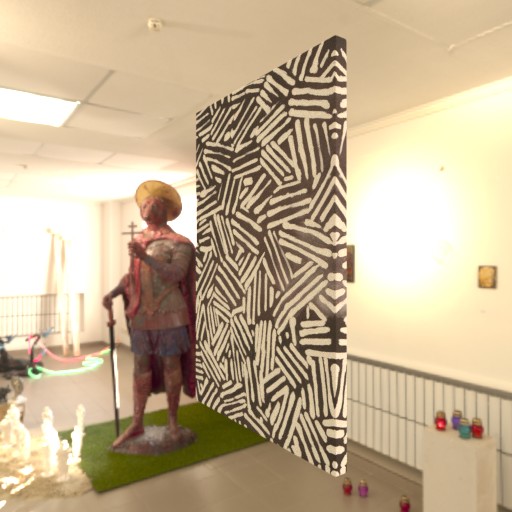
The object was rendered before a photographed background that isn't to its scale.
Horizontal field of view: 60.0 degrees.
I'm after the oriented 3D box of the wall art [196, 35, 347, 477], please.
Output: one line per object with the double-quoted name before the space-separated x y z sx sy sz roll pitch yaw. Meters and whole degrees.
"wall art" 0.000 0.000 1.177 0.035 0.918 0.615 0 0 -36
